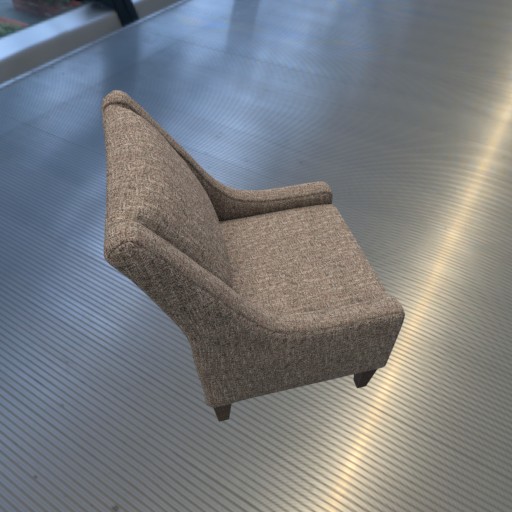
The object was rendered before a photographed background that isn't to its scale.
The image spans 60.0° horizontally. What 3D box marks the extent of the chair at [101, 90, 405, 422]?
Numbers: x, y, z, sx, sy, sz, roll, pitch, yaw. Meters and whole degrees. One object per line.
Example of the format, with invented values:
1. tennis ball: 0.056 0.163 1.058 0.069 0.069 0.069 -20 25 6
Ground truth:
1. chair: 0.000 0.000 1.620 0.870 1.014 0.774 -10 47 -10
